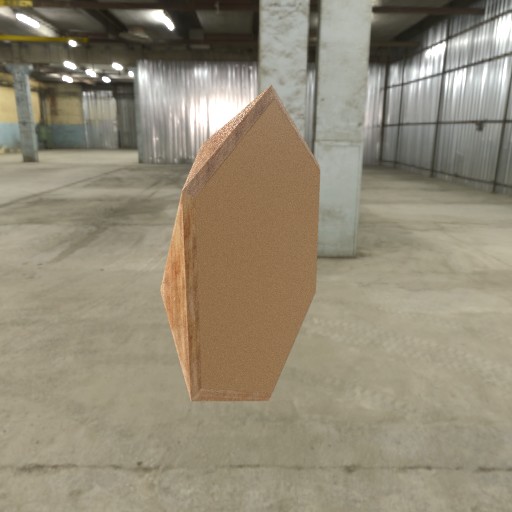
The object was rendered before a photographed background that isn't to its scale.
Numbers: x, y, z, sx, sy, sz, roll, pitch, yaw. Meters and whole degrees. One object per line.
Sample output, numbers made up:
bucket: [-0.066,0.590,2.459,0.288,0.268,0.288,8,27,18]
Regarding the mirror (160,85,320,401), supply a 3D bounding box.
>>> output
mirror: [0.000,0.000,1.080,0.091,0.779,0.675,8,17,26]
